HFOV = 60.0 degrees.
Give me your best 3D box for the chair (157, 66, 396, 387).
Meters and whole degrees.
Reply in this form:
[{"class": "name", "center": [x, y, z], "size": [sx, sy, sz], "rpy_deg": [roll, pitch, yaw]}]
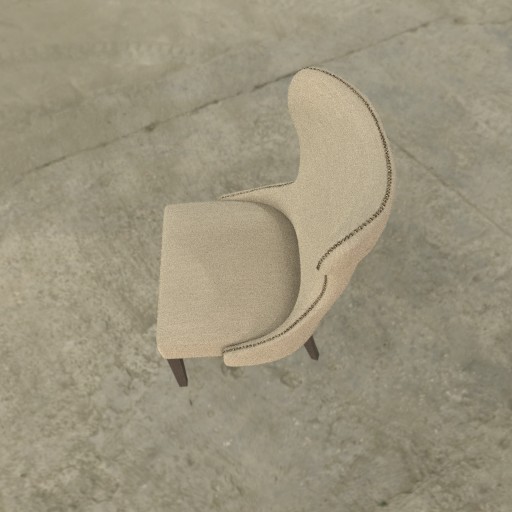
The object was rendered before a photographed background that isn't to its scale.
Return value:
[{"class": "chair", "center": [0.000, 0.000, 1.417], "size": [0.635, 0.967, 0.628], "rpy_deg": [-3, 57, -2]}]
